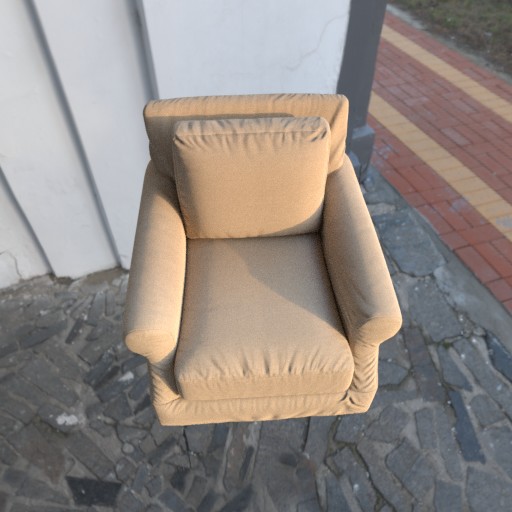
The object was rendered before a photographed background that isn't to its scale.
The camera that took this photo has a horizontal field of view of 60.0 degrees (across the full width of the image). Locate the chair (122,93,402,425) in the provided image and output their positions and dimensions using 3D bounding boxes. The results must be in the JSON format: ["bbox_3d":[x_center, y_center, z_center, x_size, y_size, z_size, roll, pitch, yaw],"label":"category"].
[{"bbox_3d":[0.000,0.000,1.763,0.940,0.866,1.066,-3,48,-3],"label":"chair"}]
